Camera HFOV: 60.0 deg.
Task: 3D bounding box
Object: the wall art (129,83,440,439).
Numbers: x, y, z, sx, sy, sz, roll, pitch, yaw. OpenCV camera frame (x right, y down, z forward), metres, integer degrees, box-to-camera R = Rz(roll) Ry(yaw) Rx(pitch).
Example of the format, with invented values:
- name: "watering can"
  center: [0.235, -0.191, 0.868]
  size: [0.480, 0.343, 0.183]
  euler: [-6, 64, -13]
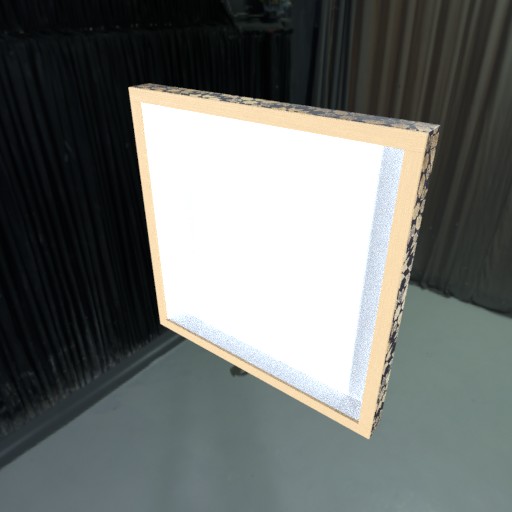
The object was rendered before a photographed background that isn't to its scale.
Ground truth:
- name: "wall art"
  center: [0.000, 0.000, 0.608]
  size: [0.405, 0.405, 0.038]
  euler: [21, 36, 32]
